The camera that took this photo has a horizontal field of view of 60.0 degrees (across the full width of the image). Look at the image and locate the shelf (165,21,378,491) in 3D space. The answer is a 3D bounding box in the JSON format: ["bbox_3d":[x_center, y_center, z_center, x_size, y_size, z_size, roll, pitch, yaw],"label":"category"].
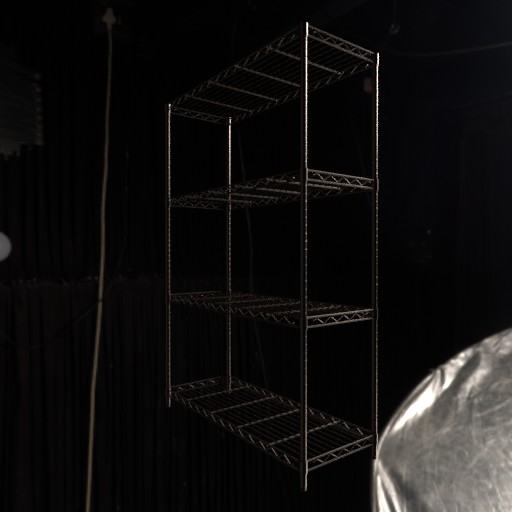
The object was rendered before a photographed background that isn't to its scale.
[{"bbox_3d":[0.000,0.000,1.742,0.352,1.361,0.907,0,1,-37],"label":"shelf"}]
